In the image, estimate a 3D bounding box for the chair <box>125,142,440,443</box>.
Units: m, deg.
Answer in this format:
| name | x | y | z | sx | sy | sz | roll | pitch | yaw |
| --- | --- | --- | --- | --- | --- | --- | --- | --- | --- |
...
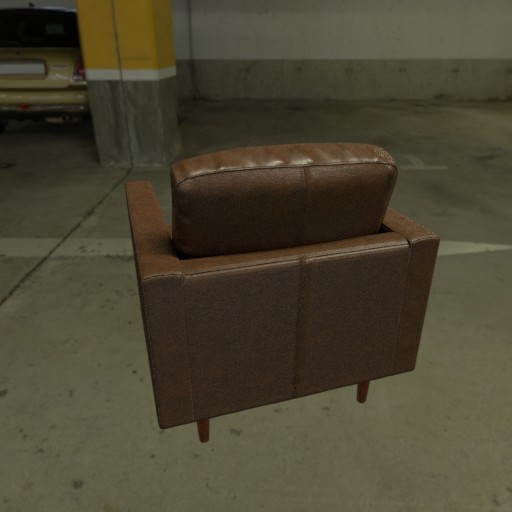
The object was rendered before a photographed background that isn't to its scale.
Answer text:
| name | x | y | z | sx | sy | sz | roll | pitch | yaw |
| --- | --- | --- | --- | --- | --- | --- | --- | --- | --- |
| chair | 0.000 | 0.000 | 1.694 | 0.890 | 0.956 | 0.909 | -8 | 27 | -16 |
